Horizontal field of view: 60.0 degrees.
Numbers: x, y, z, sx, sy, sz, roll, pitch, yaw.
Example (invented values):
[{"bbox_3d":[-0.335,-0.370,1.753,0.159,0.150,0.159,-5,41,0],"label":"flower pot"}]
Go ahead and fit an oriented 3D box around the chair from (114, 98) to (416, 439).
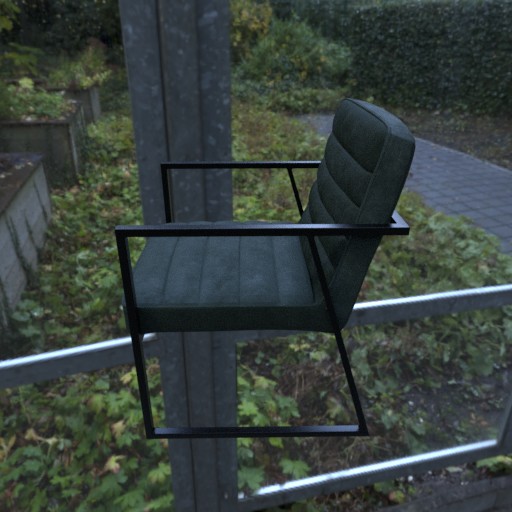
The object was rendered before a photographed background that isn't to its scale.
[{"bbox_3d":[0.000,0.000,1.288,0.677,0.833,0.571,0,26,-1],"label":"chair"}]
